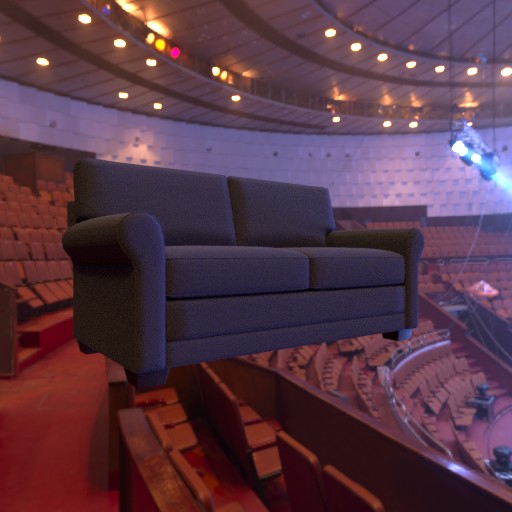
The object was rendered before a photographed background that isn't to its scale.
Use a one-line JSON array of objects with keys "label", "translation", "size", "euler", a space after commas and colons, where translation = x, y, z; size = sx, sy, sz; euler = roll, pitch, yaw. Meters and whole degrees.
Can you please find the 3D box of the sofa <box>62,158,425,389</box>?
[{"label": "sofa", "translation": [0.000, 0.000, 2.542], "size": [1.930, 1.020, 0.940], "euler": [0, 0, -36]}]
